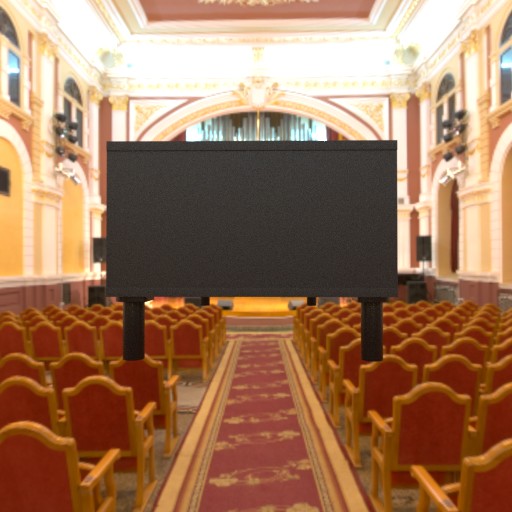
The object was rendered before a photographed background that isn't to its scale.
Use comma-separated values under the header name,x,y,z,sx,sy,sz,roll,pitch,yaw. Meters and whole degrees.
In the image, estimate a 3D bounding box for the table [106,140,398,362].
name,x,y,z,sx,sy,sz,roll,pitch,yaw
table,0.000,0.000,1.345,0.550,0.400,1.100,0,-1,1
